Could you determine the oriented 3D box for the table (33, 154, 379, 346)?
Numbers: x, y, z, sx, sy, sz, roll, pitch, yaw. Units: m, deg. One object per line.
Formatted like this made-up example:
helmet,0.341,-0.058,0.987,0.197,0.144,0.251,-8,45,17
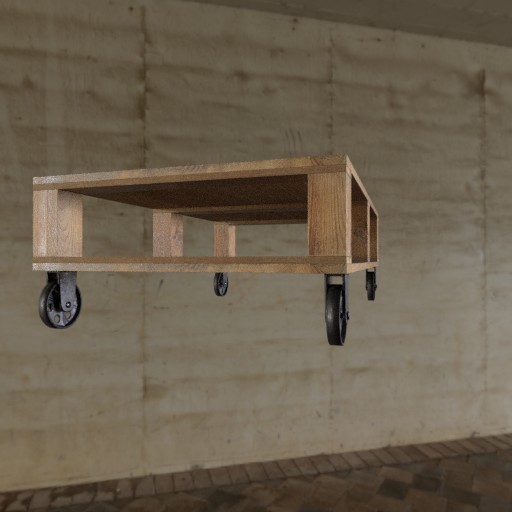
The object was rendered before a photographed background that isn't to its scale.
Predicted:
table,0.000,0.000,1.670,0.827,0.413,1.299,0,-1,18
